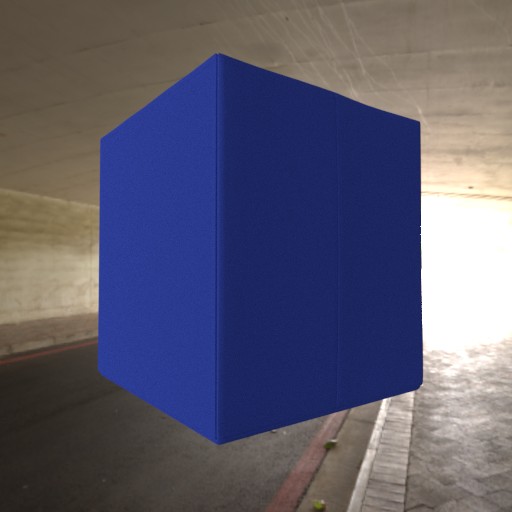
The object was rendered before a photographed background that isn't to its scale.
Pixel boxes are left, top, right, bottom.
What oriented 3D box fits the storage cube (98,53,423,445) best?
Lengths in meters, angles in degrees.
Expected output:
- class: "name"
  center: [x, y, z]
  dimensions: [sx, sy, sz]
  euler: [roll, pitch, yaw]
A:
- class: "storage cube"
  center: [0.000, 0.000, 0.496]
  dimensions: [0.270, 0.280, 0.270]
  euler: [1, -2, -37]
